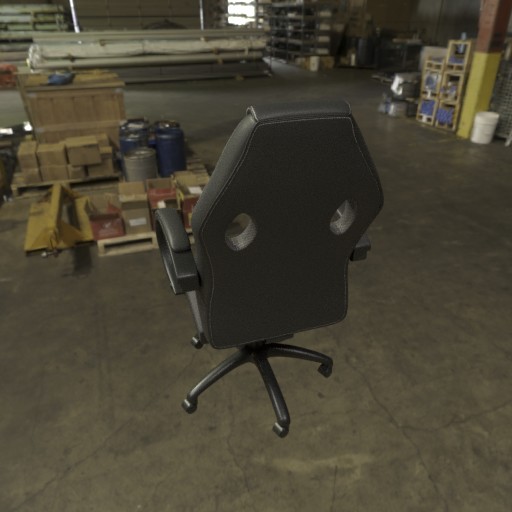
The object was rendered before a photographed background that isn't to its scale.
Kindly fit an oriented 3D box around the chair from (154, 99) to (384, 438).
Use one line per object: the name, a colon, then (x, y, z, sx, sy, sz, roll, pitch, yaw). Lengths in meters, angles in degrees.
chair: (0.000, 0.000, 1.623, 0.673, 1.187, 0.724, -10, 30, -17)
